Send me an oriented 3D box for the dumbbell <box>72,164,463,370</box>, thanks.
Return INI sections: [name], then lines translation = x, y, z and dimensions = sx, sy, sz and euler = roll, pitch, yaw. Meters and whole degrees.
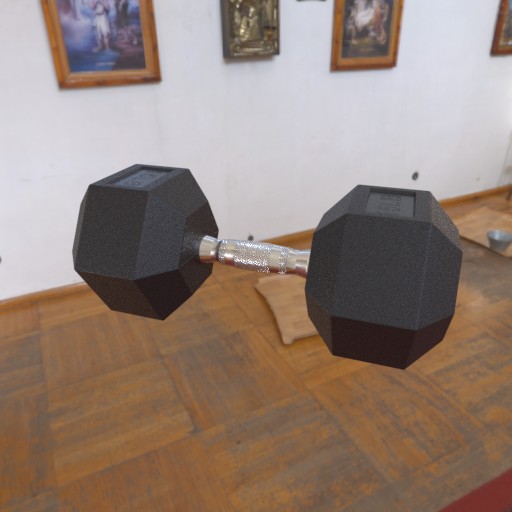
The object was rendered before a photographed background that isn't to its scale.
[dumbbell]
translation = 0.000, 0.000, 0.331
dimensions = 0.271, 0.106, 0.122
euler = 8, 28, 16
